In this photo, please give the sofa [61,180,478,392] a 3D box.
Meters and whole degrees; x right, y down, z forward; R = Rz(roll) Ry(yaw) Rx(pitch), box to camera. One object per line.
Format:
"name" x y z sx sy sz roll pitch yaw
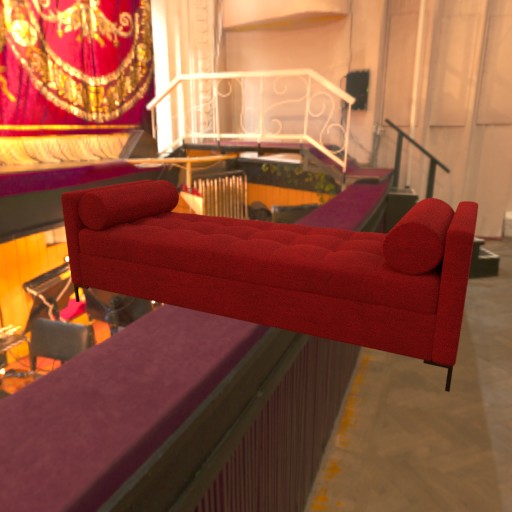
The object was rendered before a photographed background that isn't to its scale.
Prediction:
"sofa" 0.000 0.000 2.284 1.981 0.635 0.686 8 18 26
